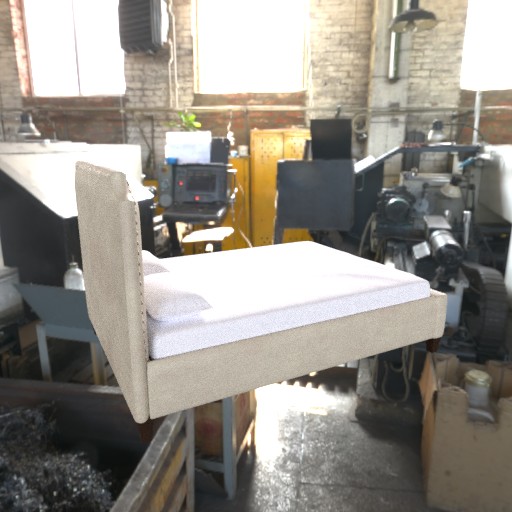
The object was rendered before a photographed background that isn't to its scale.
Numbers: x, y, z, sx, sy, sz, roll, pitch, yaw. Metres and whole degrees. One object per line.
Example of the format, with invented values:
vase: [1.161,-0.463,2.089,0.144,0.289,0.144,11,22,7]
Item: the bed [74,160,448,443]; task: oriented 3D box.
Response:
bed: [0.000,0.000,3.416,2.372,1.443,1.712,-8,16,-27]
